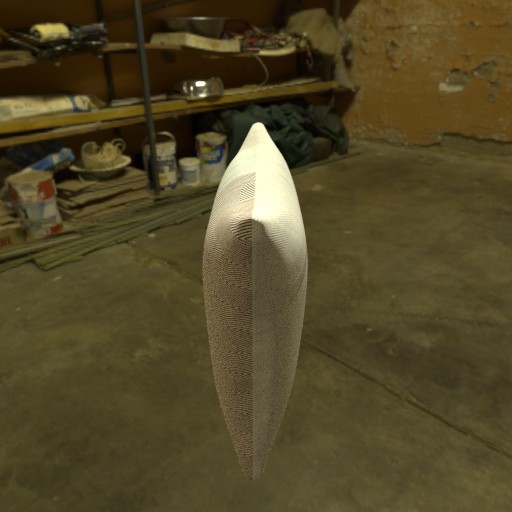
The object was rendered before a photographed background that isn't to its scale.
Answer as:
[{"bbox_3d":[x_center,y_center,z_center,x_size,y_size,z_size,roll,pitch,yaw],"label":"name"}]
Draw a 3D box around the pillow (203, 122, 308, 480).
[{"bbox_3d":[0.000,0.000,0.642,0.139,0.305,0.506,0,26,1],"label":"pillow"}]
